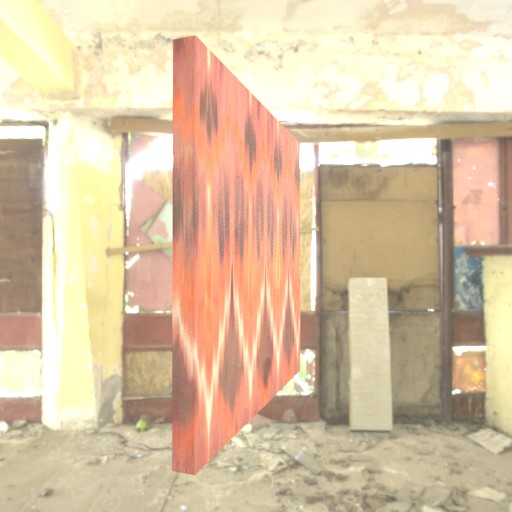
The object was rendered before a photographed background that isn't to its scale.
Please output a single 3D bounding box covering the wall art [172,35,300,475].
[{"bbox_3d":[0.000,0.000,0.901,0.037,0.609,0.603,0,0,19],"label":"wall art"}]
